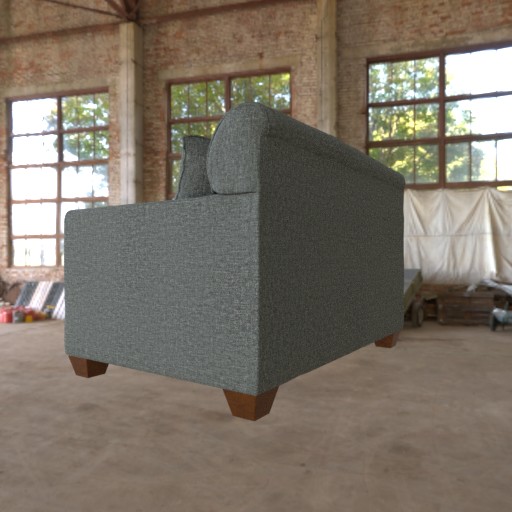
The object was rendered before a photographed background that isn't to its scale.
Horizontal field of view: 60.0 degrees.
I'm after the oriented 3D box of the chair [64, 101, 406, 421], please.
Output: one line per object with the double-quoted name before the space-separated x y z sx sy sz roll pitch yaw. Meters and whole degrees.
"chair" 0.000 0.000 2.056 1.000 0.948 1.383 0 0 35
